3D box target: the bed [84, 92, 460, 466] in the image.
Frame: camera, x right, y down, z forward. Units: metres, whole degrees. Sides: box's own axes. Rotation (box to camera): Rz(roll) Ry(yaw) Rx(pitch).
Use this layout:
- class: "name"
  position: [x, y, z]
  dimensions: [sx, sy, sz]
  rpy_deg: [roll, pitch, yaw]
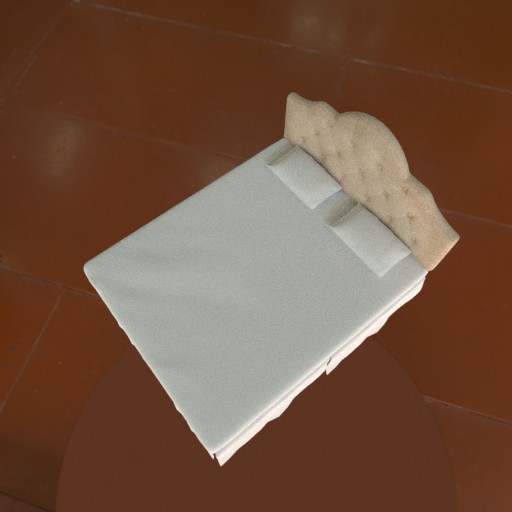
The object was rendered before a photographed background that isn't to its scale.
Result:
- class: "bed"
  position: [0.000, 0.000, 2.946]
  dimensions: [1.970, 1.194, 1.667]
  rpy_deg: [-36, 69, -16]
